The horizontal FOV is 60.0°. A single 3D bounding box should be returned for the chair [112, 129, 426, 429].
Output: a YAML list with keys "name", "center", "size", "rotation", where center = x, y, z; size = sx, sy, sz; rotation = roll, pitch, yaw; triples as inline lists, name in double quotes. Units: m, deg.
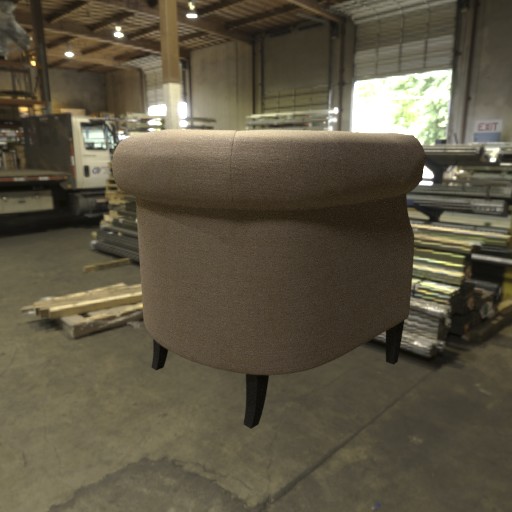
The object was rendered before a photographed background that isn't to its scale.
- name: "chair"
  center: [0.000, 0.000, 1.533]
  size: [0.905, 0.827, 0.852]
  rotation: [13, 19, 43]
